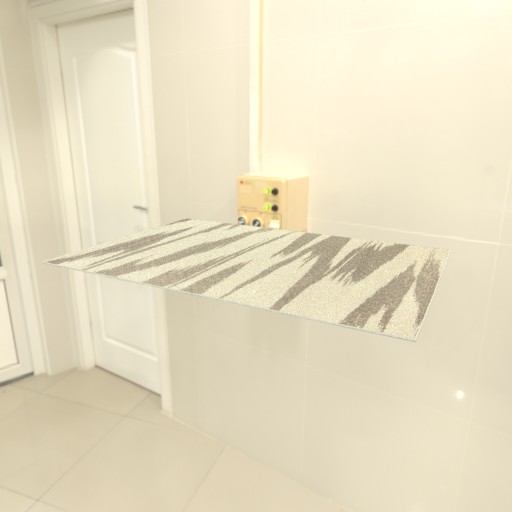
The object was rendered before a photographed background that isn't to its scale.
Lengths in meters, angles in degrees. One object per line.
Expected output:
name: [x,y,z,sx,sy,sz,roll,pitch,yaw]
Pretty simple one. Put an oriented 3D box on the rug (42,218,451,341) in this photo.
rug: [0.000,0.000,2.363,1.827,0.008,1.225,9,19,27]
